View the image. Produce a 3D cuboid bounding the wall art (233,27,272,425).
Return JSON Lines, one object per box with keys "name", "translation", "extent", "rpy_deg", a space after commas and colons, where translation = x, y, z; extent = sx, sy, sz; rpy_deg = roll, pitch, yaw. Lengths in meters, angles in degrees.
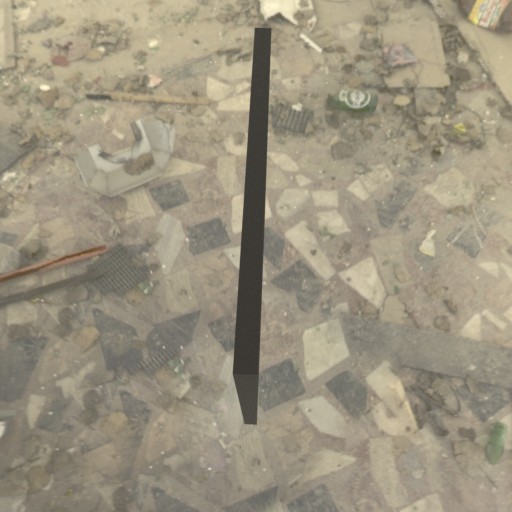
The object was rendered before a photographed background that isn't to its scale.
{"name": "wall art", "translation": [0.000, 0.000, 1.165], "extent": [0.038, 0.763, 0.763], "rpy_deg": [2, 64, 1]}
